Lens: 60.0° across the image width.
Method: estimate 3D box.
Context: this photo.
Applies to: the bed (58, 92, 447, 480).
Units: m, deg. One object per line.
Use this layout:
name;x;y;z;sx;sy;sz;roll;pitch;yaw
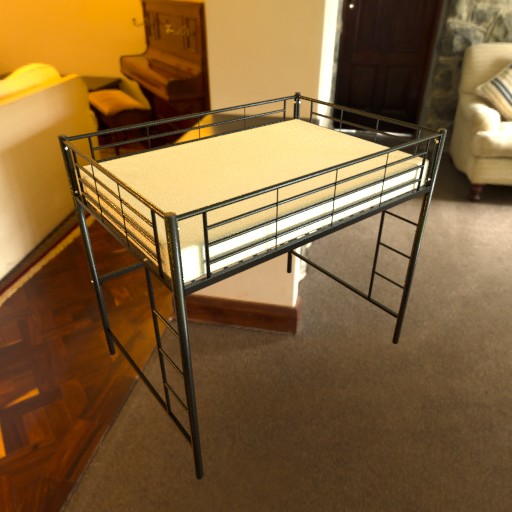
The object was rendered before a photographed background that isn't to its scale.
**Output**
bed;0.000;0.000;3.218;1.994;1.803;1.397;-22;38;-31
